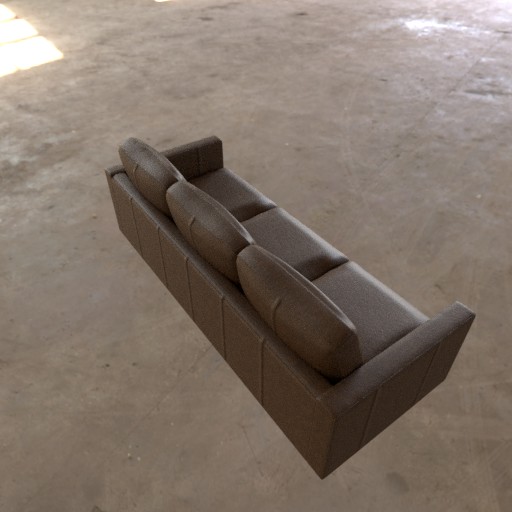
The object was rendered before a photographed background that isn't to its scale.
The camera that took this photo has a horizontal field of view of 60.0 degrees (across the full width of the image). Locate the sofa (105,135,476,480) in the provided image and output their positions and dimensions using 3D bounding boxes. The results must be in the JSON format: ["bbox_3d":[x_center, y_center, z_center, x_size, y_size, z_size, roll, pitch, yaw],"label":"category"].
[{"bbox_3d":[0.000,0.000,2.626,0.903,0.930,2.231,-25,47,-26],"label":"sofa"}]
